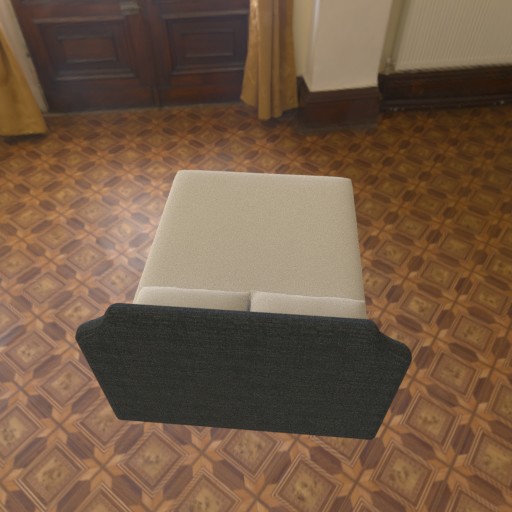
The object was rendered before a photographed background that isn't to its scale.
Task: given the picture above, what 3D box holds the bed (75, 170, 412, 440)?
[{"bbox_3d":[0.000,0.000,3.405,1.828,1.297,2.208,3,47,3],"label":"bed"}]
